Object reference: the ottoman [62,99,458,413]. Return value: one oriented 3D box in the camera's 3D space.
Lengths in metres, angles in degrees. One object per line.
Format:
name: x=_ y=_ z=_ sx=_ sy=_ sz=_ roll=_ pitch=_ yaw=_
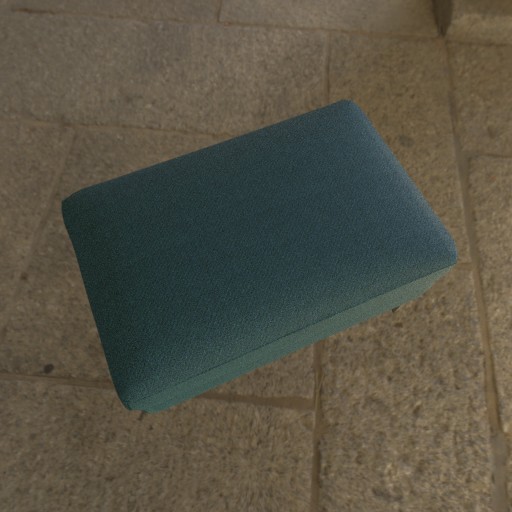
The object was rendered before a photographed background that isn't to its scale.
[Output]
ottoman: x=0.000 y=0.000 z=1.227 sx=0.856 sy=0.498 sz=0.563 roll=-22 pitch=66 yaw=-10
